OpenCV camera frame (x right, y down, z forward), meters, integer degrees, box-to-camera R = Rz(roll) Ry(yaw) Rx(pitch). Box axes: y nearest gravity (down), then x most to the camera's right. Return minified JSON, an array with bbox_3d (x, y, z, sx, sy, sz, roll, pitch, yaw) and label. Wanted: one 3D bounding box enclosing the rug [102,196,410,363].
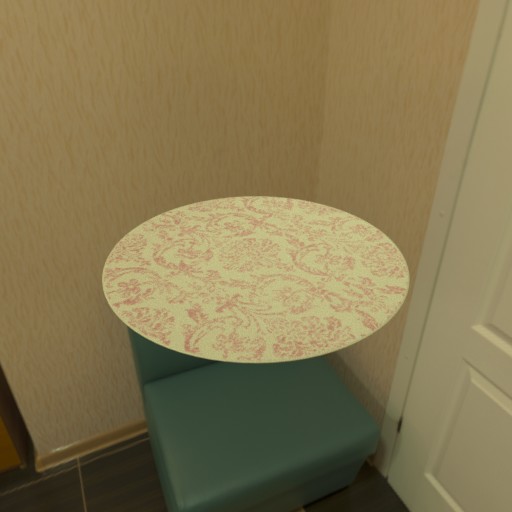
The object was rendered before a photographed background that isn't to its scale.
[{"bbox_3d":[0.000,0.000,2.394,1.593,0.012,1.593,0,31,0],"label":"rug"}]
